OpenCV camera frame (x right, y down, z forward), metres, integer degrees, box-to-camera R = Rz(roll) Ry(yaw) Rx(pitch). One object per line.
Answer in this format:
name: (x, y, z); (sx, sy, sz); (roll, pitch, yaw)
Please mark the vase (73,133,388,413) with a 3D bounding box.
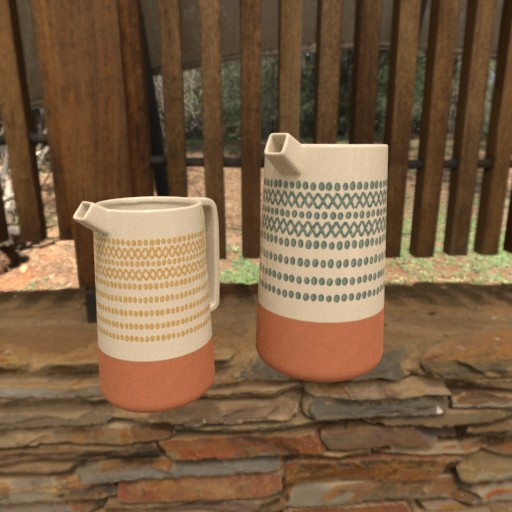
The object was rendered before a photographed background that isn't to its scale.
vase: (0.000, 0.000, 0.465); (0.326, 0.247, 0.168); (-3, 15, -10)
